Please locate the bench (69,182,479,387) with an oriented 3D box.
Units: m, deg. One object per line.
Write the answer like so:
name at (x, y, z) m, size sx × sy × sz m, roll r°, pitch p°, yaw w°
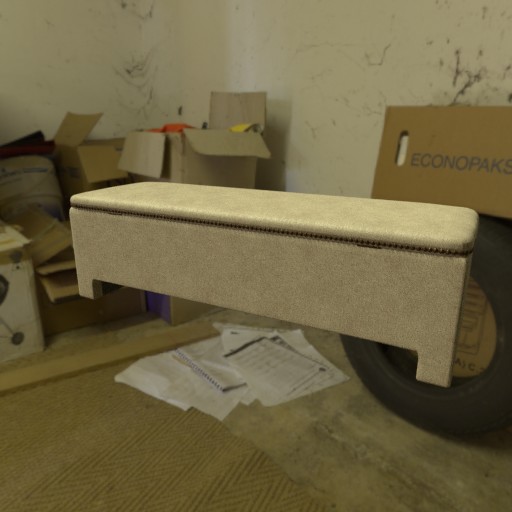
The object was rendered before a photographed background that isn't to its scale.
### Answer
bench at (0.000, 0.000, 1.694) m, size 1.482 × 0.447 × 0.470 m, roll 9°, pitch 19°, yaw 26°
